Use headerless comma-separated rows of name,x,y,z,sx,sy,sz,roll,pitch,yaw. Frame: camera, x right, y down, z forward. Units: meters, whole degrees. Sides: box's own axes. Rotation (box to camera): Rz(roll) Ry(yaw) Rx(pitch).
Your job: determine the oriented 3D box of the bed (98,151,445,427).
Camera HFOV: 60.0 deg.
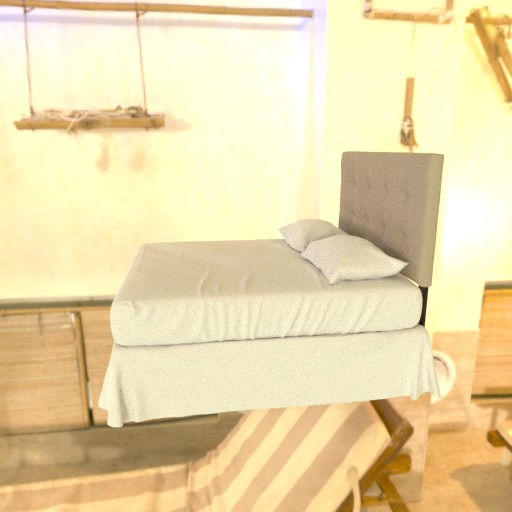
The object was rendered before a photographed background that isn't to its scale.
bed,0.000,0.000,3.452,2.222,1.577,1.936,-2,14,-8
